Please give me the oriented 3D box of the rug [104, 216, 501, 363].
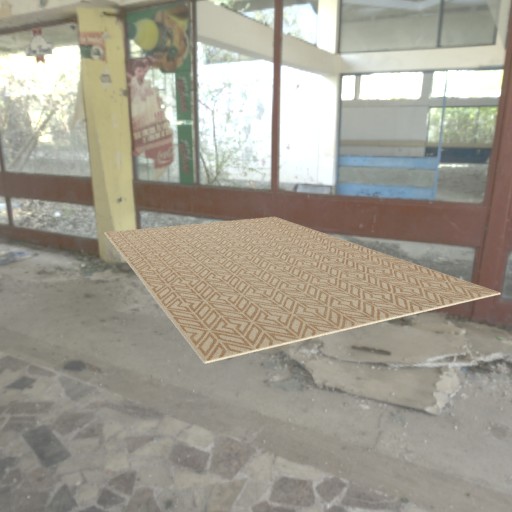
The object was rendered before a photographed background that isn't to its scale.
[{"bbox_3d":[0.000,0.000,2.251,1.220,0.007,1.828,-8,17,-25],"label":"rug"}]
